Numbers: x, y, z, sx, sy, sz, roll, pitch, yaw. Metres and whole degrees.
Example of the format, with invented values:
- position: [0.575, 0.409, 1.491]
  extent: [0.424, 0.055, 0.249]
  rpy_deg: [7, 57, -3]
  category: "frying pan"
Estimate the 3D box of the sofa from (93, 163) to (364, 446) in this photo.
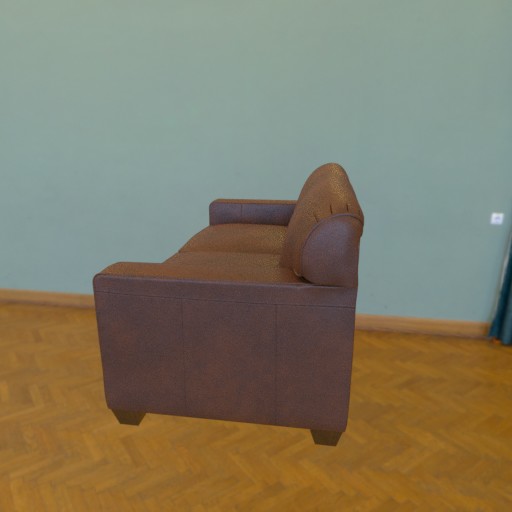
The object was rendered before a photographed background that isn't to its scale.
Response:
- position: [0.000, 0.000, 2.445]
  extent: [1.000, 0.966, 1.856]
  rpy_deg: [2, 16, 9]
  category: "sofa"
